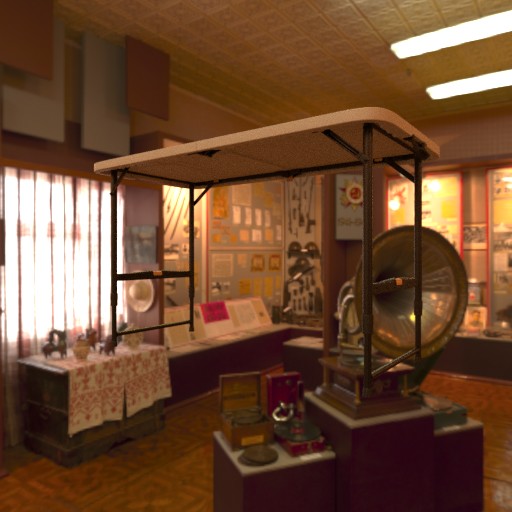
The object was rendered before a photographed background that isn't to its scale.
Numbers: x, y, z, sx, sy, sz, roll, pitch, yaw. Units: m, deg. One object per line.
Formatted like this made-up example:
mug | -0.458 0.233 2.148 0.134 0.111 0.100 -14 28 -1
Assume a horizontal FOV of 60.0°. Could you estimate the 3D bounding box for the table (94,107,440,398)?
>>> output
table | 0.000 0.000 1.655 1.245 0.737 0.611 0 0 36
